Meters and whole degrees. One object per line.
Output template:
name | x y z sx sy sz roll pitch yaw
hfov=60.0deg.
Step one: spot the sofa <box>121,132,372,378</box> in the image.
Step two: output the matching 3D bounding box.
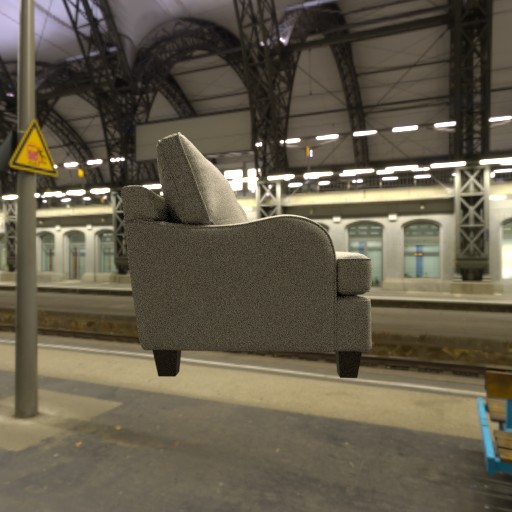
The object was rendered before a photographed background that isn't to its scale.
sofa | 0.000 0.000 2.887 1.016 0.991 2.323 0 0 2
